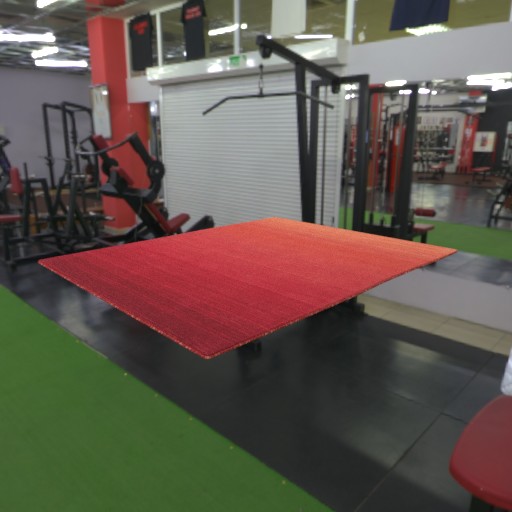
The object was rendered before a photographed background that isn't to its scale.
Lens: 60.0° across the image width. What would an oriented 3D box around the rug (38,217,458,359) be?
[{"bbox_3d":[0.000,0.000,3.898,2.905,0.028,2.340,-14,21,-42],"label":"rug"}]
